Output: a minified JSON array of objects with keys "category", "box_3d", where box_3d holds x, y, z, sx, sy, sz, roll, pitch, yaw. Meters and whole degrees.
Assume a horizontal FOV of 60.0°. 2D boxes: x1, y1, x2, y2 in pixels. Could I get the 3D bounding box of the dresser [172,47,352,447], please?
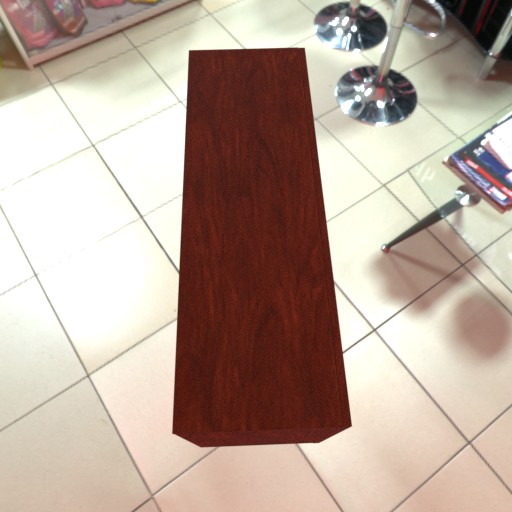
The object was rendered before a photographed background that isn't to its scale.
[{"category":"dresser","box_3d":[0.000,0.000,1.904,0.500,0.889,1.472,-2,64,-1]}]
